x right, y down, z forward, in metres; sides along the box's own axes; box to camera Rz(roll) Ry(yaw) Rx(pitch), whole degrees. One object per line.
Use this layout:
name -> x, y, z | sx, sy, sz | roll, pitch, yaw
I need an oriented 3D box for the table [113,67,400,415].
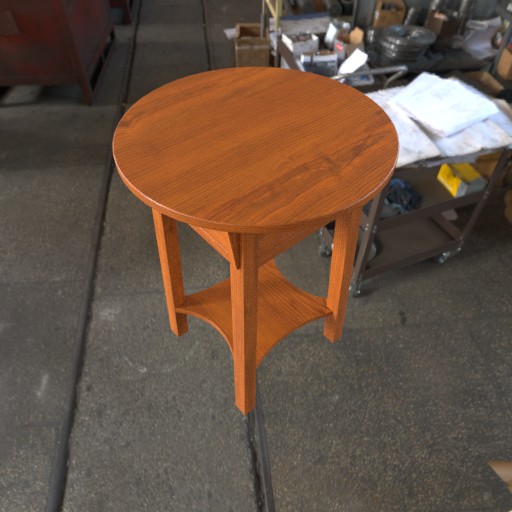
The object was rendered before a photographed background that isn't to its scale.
table -> 0.000, 0.000, 0.945 | 0.457, 0.610, 0.457 | 0, 47, 0
